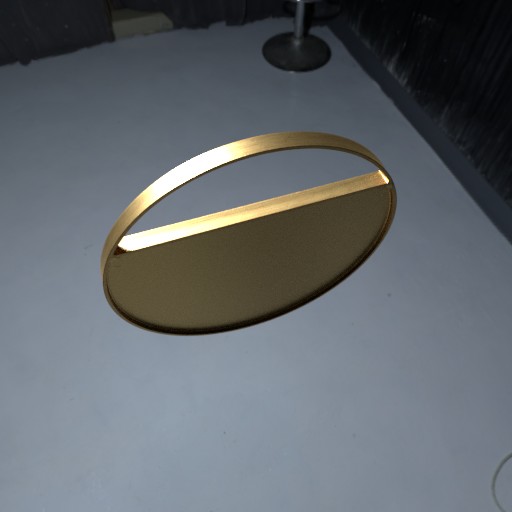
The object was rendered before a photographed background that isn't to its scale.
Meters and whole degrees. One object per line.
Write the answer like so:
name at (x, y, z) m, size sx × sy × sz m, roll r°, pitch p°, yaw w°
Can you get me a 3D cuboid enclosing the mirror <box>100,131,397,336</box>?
mirror at (0.000, 0.000, 0.851) m, size 0.565 × 0.565 × 0.032 m, roll -16°, pitch 58°, yaw -10°
